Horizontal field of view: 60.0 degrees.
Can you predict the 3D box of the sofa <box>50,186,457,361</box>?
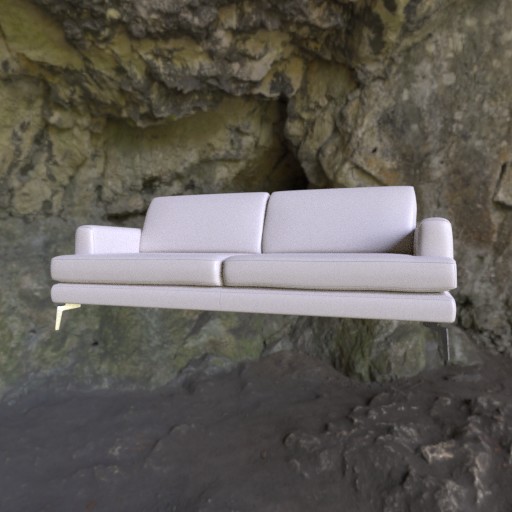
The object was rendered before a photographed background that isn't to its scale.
[{"bbox_3d":[0.000,0.000,2.416,1.940,0.765,0.974,0,1,20],"label":"sofa"}]
